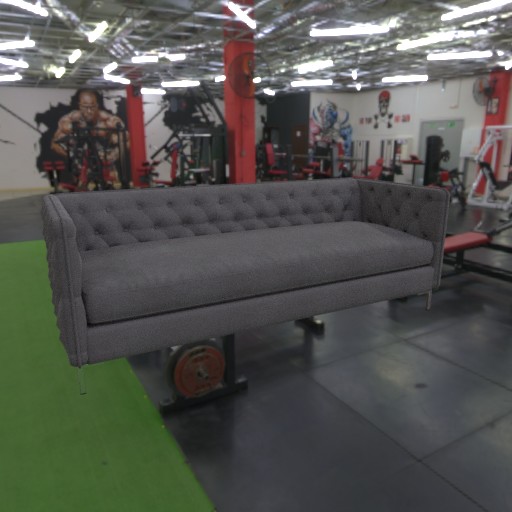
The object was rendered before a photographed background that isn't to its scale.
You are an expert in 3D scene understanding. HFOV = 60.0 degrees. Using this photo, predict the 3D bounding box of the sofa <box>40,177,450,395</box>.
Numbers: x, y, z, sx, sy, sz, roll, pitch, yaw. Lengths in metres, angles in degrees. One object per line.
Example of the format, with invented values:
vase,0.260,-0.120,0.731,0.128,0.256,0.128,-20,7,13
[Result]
sofa,0.000,0.000,2.607,2.209,0.771,0.895,-8,17,-26
